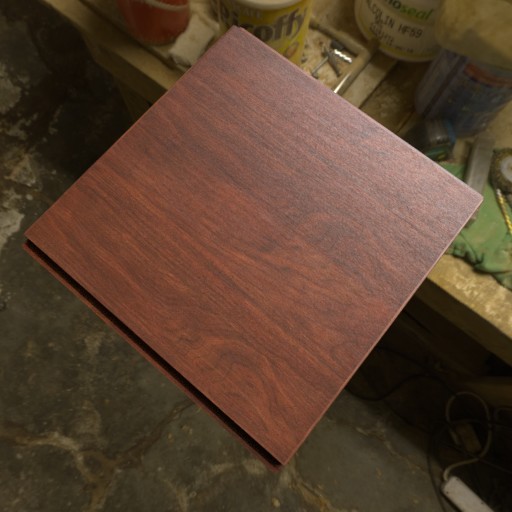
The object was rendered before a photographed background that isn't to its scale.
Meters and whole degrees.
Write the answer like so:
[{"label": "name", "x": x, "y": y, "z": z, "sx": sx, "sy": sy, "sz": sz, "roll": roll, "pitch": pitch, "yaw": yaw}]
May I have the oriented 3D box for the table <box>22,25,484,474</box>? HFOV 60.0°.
[{"label": "table", "x": 0.000, "y": 0.000, "z": 1.449, "sx": 0.812, "sy": 0.763, "sz": 0.843, "roll": 39, "pitch": 79, "yaw": 9}]
